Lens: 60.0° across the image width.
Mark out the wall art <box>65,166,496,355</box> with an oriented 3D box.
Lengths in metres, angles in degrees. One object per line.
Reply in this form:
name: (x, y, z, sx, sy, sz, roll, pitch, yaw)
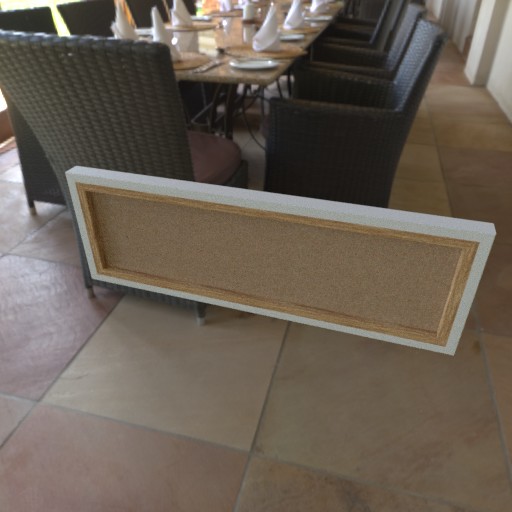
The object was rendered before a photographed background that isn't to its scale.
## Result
wall art: (0.000, 0.000, 0.842, 0.763, 0.255, 0.038, 10, 35, 15)
